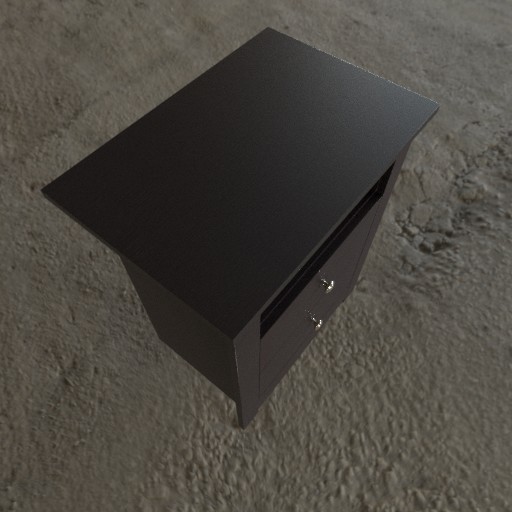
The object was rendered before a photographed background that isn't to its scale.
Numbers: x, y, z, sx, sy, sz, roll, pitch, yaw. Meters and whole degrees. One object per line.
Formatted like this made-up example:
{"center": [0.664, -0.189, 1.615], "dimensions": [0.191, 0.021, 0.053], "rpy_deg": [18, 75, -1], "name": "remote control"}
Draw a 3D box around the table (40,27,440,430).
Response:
{"center": [0.000, 0.000, 1.059], "dimensions": [0.408, 0.711, 0.589], "rpy_deg": [34, 64, 20], "name": "table"}
